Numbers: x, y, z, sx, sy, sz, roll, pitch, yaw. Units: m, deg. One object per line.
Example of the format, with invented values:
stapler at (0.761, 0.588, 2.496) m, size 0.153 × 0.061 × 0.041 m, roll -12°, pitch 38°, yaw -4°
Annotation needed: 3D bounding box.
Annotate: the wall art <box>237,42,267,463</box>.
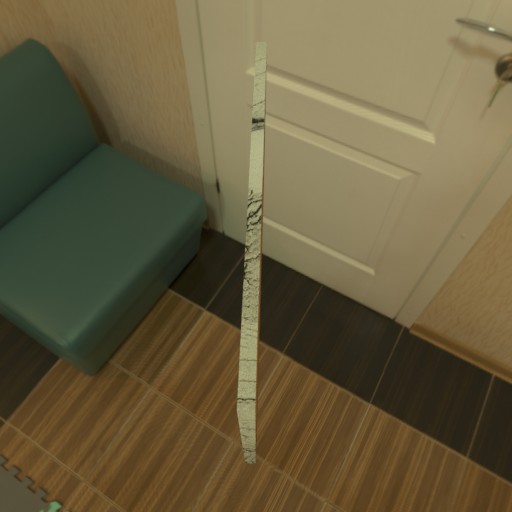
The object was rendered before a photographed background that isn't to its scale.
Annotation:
wall art at (0.000, 0.000, 1.440) m, size 0.035 × 0.758 × 1.141 m, roll 2°, pitch 58°, yaw 1°
